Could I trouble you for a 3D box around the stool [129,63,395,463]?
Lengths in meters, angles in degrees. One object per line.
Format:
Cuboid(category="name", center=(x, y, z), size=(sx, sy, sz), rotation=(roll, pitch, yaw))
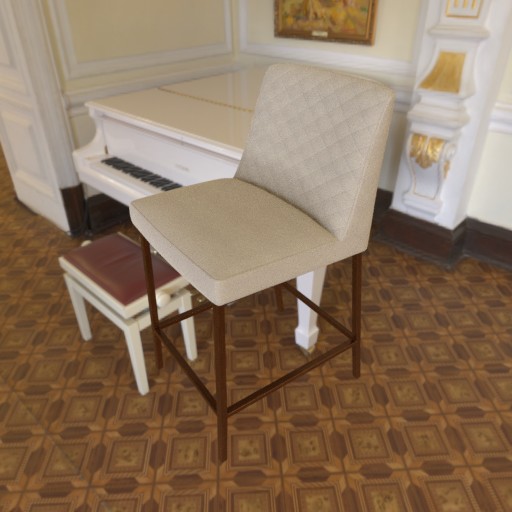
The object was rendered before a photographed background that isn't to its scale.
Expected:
Cuboid(category="stool", center=(0.000, 0.000, 1.308), size=(0.576, 0.973, 0.507), rotation=(-21, 38, -29))
